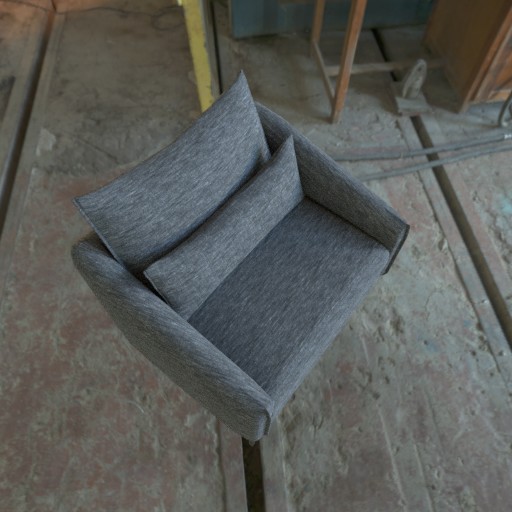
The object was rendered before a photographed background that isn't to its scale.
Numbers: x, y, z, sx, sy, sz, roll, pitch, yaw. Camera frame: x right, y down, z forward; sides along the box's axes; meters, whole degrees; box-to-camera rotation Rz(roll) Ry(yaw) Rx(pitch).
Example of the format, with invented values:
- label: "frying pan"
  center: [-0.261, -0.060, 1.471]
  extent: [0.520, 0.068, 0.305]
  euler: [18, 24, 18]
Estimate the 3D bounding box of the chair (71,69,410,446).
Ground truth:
- label: "chair"
  center: [0.000, 0.000, 1.654]
  extent: [0.805, 0.842, 1.004]
  euler: [34, 64, 19]
